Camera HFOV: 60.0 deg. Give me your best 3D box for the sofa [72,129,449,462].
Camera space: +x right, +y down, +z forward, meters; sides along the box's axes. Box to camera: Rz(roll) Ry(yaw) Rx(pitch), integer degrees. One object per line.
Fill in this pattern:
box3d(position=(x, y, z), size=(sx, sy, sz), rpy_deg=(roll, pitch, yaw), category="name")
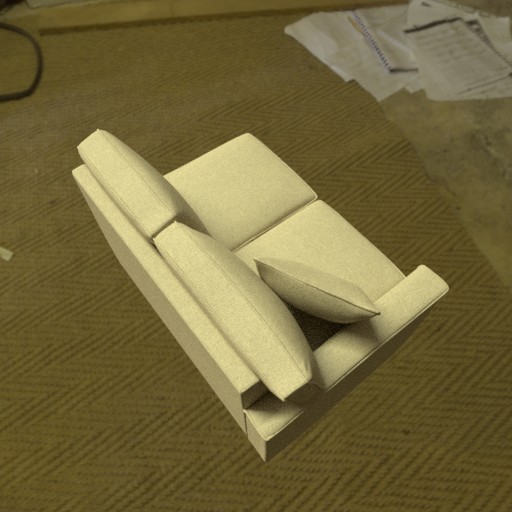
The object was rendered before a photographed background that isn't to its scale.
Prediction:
box3d(position=(0.000, 0.000, 2.075), size=(0.991, 0.989, 1.388), rpy_deg=(-34, 64, -19), category="sofa")
